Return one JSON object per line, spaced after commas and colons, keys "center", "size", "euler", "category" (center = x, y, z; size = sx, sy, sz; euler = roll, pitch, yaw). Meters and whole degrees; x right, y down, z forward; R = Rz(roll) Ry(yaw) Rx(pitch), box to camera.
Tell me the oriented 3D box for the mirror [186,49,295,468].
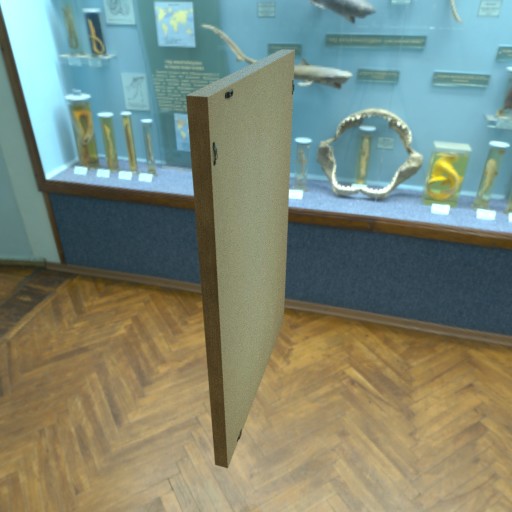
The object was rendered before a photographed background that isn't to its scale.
{"center": [0.000, 0.000, 1.152], "size": [0.040, 0.915, 0.609], "euler": [9, 32, 14], "category": "mirror"}
